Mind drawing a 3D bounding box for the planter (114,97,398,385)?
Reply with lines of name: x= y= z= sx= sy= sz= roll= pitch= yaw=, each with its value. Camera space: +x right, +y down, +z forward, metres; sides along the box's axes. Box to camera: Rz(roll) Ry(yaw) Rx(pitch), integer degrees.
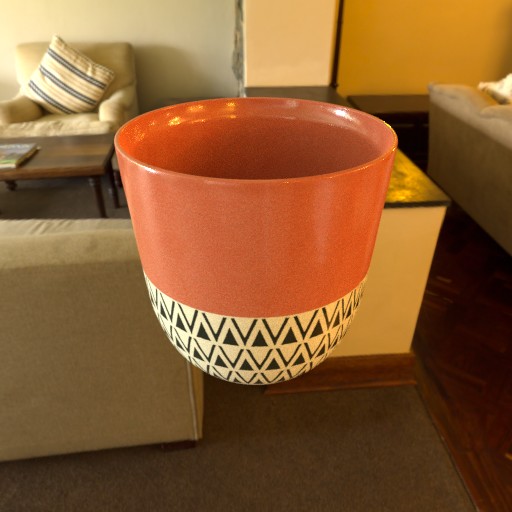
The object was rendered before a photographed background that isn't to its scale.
planter: x=0.000 y=0.000 z=0.371 sx=0.195 sy=0.214 sz=0.195 roll=0 pitch=32 yaw=0
